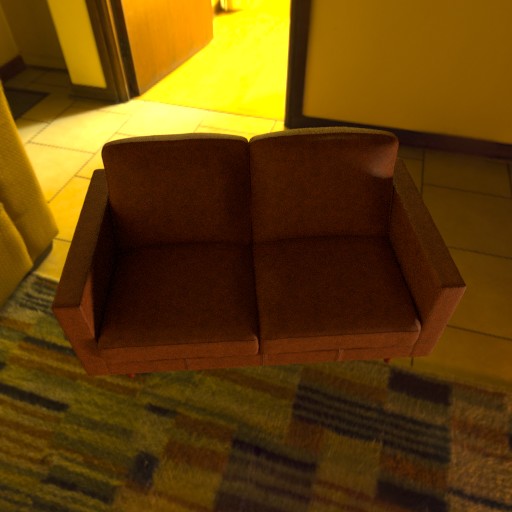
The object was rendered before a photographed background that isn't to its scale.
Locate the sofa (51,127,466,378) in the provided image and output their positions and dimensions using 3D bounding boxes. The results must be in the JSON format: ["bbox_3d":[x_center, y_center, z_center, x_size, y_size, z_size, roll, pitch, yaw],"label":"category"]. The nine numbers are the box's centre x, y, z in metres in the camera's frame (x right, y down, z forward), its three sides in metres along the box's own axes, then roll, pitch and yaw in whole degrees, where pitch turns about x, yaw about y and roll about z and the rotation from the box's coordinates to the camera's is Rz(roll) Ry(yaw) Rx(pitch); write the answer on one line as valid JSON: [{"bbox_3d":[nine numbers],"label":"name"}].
[{"bbox_3d":[0.000,0.000,2.102,1.578,0.951,0.909,-3,47,-3],"label":"sofa"}]
